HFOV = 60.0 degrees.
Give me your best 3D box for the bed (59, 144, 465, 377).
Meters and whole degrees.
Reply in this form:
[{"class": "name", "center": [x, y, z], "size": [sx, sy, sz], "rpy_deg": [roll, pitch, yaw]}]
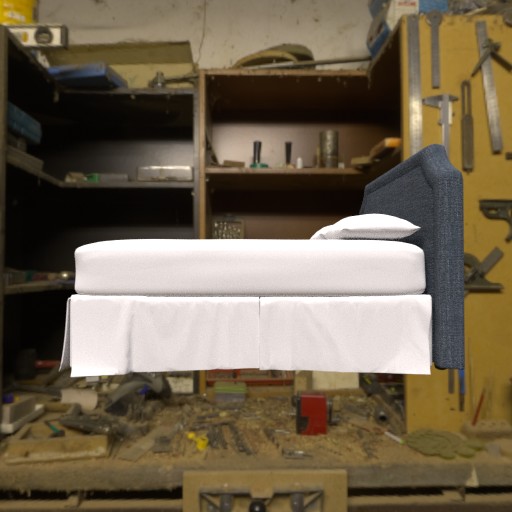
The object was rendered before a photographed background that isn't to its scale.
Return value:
[{"class": "bed", "center": [0.000, 0.000, 3.234], "size": [2.208, 1.297, 1.828], "rpy_deg": [0, 0, -1]}]
